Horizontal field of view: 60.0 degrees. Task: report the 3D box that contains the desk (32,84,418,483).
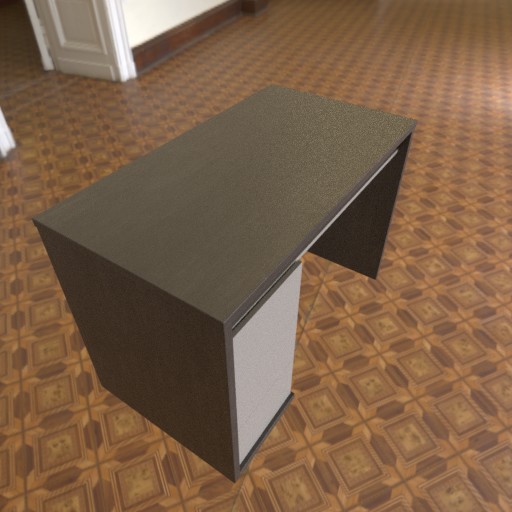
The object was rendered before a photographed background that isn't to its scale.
[{"bbox_3d":[0.000,0.000,1.560,0.600,0.750,1.100,24,47,25],"label":"desk"}]
